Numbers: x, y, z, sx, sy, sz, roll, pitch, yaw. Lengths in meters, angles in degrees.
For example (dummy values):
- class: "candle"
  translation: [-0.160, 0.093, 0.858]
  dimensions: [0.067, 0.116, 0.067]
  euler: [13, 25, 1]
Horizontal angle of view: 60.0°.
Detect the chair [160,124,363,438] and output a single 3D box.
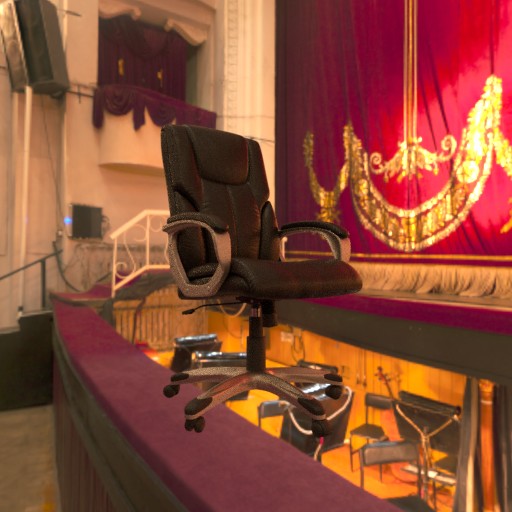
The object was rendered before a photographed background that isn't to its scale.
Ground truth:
- class: "chair"
  translation: [0.000, 0.000, 1.701]
  dimensions: [0.700, 1.145, 0.780]
  euler: [1, -1, -35]
